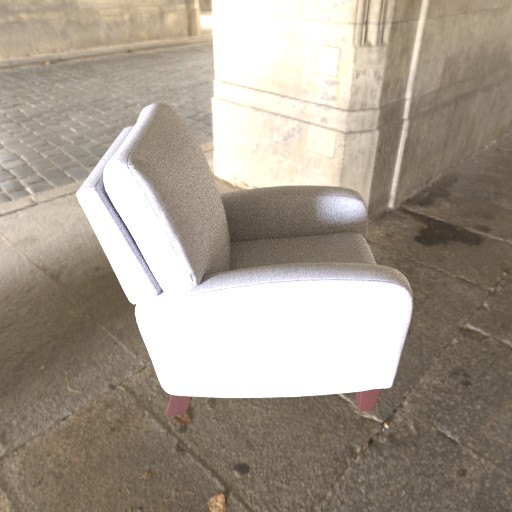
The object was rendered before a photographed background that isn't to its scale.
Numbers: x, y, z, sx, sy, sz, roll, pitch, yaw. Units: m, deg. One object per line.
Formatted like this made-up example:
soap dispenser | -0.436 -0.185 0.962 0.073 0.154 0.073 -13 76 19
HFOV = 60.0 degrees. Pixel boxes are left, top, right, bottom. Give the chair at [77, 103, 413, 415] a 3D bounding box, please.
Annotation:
chair | 0.000 0.000 1.668 0.990 0.990 0.762 -1 33 -1
